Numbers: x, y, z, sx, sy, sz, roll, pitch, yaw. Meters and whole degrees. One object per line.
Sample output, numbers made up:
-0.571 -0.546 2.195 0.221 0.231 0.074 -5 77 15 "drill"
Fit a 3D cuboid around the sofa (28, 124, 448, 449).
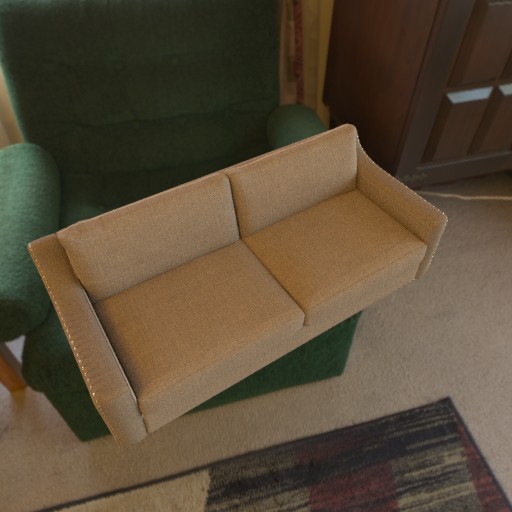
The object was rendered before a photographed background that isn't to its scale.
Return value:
0.000 0.000 2.629 2.208 0.857 1.000 -25 52 -22 "sofa"
